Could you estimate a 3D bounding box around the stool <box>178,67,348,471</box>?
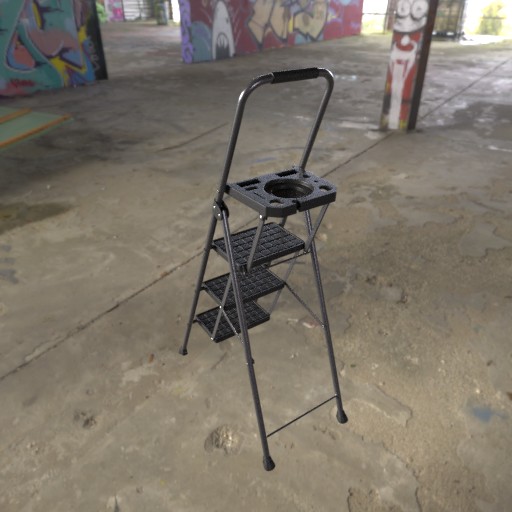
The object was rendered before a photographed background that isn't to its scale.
[{"bbox_3d":[0.000,0.000,1.573,0.396,1.277,0.733,-19,36,-28],"label":"stool"}]
